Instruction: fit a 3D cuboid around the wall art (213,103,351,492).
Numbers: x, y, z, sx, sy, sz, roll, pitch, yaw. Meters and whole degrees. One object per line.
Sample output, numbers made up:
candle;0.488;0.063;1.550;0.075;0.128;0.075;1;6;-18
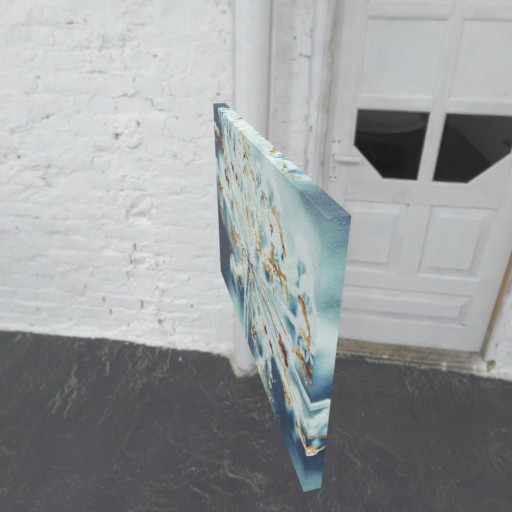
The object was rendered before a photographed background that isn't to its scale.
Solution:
wall art;0.000;0.000;1.148;0.038;0.608;0.912;-7;30;-13
